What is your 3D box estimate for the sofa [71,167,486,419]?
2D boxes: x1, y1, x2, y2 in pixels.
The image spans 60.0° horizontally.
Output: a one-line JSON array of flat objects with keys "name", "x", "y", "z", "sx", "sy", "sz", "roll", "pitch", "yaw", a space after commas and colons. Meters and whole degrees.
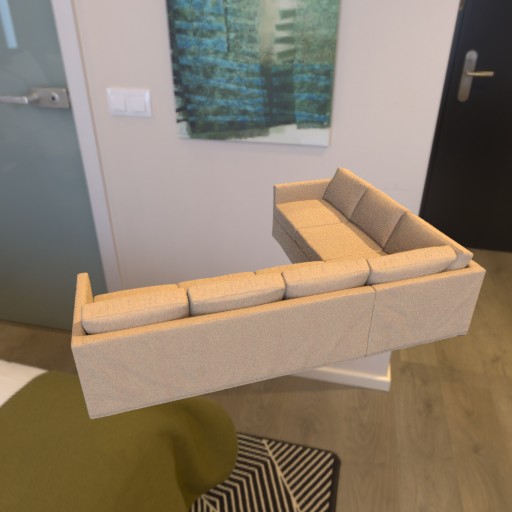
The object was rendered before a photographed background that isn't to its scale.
[{"name": "sofa", "x": 0.000, "y": 0.000, "z": 4.300, "sx": 3.182, "sy": 0.871, "sz": 2.432, "roll": -8, "pitch": 30, "yaw": -15}]
